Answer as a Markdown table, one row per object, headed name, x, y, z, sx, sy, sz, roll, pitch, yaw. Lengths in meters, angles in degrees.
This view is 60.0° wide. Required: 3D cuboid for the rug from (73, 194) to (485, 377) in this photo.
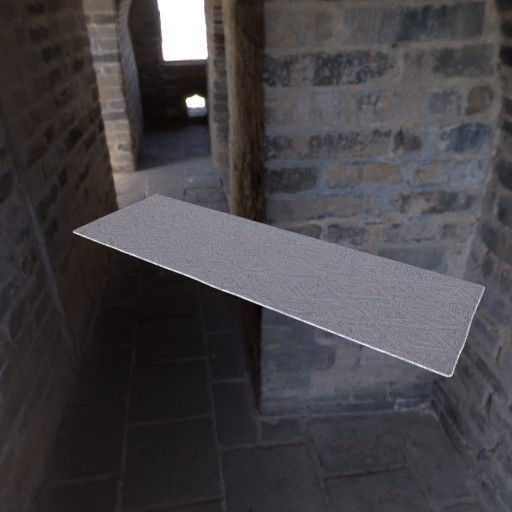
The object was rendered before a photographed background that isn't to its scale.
| name | x | y | z | sx | sy | sz | roll | pitch | yaw |
| --- | --- | --- | --- | --- | --- | --- | --- | --- | --- |
| rug | 0.000 | 0.000 | 2.678 | 2.436 | 0.013 | 0.807 | 18 | 34 | 28 |
